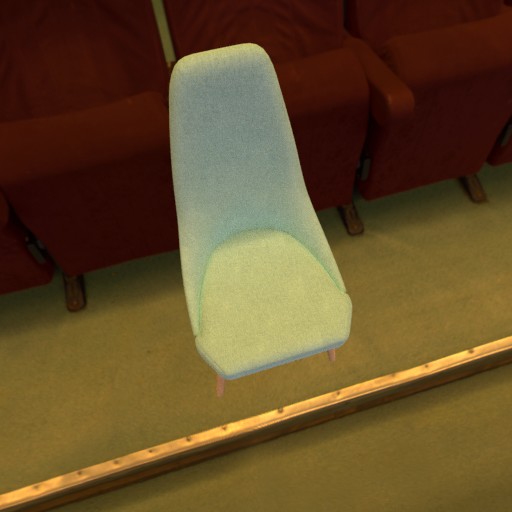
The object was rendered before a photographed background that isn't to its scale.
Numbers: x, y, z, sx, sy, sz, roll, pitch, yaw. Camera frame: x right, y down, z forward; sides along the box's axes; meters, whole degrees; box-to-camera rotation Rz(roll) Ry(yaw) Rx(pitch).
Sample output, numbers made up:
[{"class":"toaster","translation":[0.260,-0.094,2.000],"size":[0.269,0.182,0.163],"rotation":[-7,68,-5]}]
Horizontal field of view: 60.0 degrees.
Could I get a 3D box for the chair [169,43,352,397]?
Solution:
[{"class":"chair","translation":[0.000,0.000,1.412],"size":[0.510,1.040,0.660],"rotation":[-15,64,-7]}]
